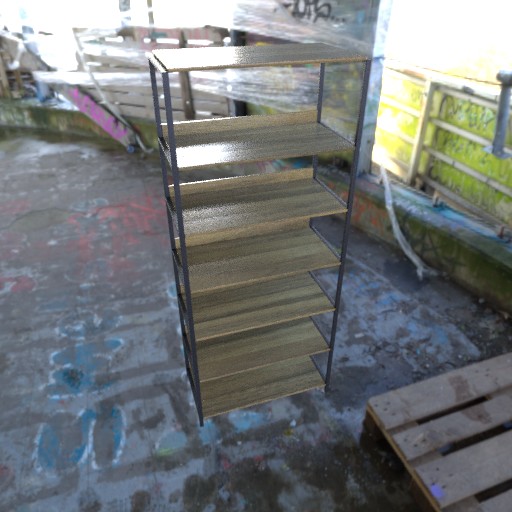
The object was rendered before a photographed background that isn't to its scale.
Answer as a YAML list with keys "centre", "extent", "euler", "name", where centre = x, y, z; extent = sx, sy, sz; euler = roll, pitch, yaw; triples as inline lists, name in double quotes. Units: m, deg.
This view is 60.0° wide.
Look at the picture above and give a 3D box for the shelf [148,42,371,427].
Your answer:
- centre: [0.000, 0.000, 2.398]
  extent: [0.847, 2.015, 0.431]
  euler: [-10, 34, -15]
  name: "shelf"
